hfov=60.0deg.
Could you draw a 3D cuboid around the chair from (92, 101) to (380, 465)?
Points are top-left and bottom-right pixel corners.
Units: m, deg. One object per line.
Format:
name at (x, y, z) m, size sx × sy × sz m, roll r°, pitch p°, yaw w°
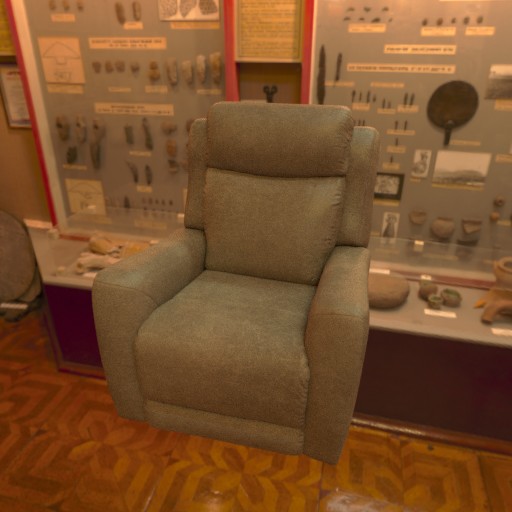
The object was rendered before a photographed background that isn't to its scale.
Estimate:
chair at (0.000, 0.000, 1.870) m, size 0.965 × 1.116 × 1.068 m, roll 7°, pitch 28°, yaw 14°
